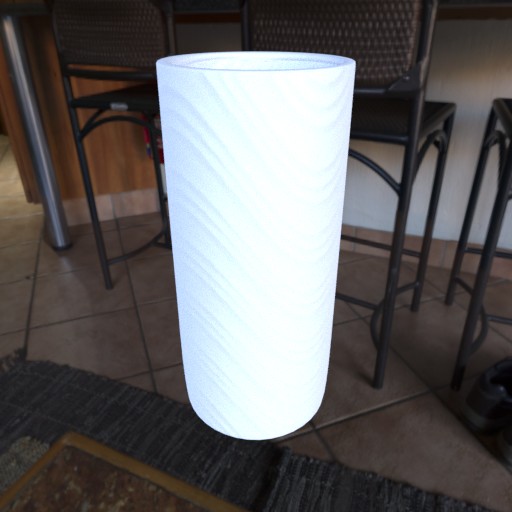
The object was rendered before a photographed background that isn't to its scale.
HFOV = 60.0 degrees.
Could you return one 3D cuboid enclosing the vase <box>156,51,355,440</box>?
[{"bbox_3d":[0.000,0.000,0.387,0.143,0.316,0.143,0,29,0],"label":"vase"}]
